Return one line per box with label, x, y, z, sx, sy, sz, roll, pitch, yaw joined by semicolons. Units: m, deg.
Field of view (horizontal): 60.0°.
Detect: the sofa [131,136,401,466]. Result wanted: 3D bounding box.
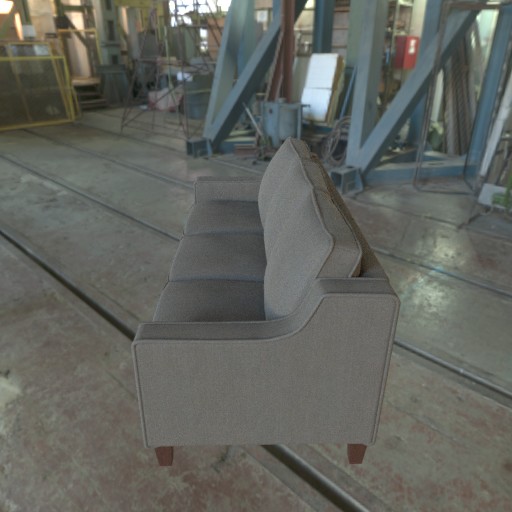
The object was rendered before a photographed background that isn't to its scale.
sofa;0.000;0.000;2.453;0.911;0.974;1.986;0;26;-1
